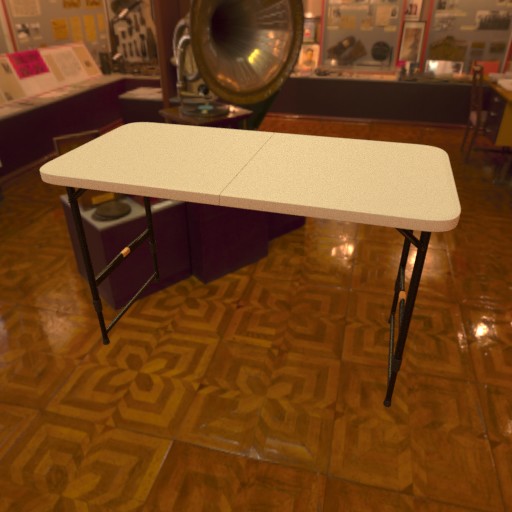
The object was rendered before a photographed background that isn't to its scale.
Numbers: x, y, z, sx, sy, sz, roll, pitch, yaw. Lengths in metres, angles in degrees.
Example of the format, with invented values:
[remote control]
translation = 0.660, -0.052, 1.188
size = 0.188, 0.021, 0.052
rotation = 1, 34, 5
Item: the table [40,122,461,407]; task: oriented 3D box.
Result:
[table]
translation = 0.000, 0.000, 1.617
size = 1.245, 0.737, 0.611
rotation = 9, 33, 14
